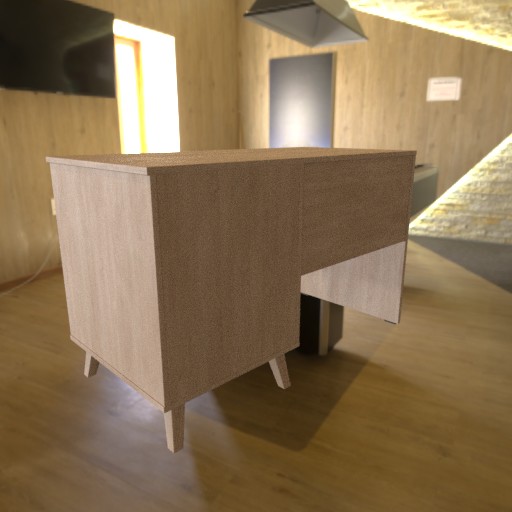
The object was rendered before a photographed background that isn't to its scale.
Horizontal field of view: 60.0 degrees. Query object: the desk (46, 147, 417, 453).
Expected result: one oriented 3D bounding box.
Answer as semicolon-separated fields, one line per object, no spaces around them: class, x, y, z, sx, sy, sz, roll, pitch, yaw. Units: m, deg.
desk;0.000;0.000;1.701;1.251;0.770;0.600;-15;21;-42
